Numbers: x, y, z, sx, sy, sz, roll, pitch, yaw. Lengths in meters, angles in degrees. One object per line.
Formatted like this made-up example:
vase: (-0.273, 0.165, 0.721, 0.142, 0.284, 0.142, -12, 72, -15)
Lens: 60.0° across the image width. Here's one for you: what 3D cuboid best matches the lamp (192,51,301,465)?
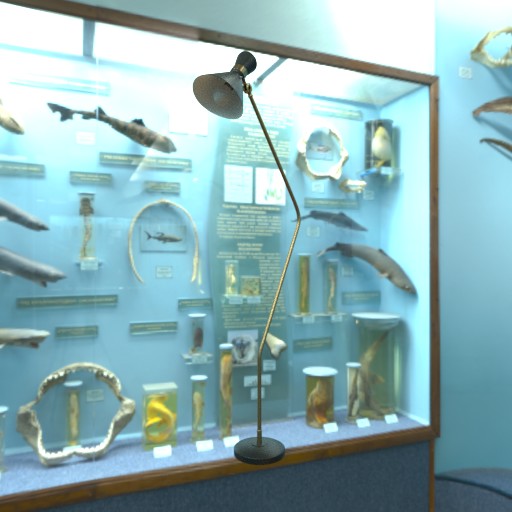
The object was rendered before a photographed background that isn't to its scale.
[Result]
lamp: (0.000, 0.000, 1.565, 0.467, 1.438, 0.277, 0, 0, -20)
